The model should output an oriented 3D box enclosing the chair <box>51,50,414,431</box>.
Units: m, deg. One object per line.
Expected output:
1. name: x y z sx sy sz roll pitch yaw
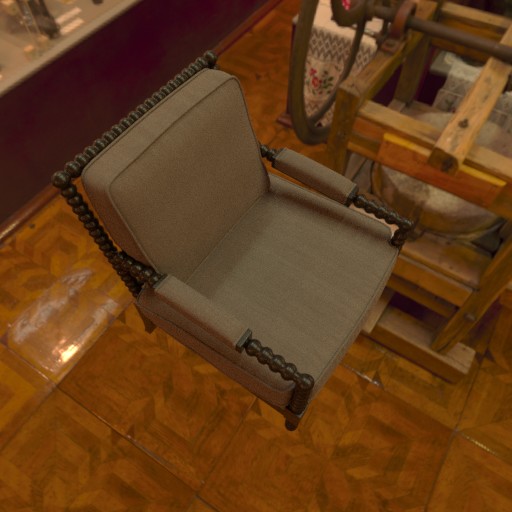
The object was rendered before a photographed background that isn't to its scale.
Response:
1. chair: 0.000 0.000 1.121 0.622 0.661 0.540 31 63 18
